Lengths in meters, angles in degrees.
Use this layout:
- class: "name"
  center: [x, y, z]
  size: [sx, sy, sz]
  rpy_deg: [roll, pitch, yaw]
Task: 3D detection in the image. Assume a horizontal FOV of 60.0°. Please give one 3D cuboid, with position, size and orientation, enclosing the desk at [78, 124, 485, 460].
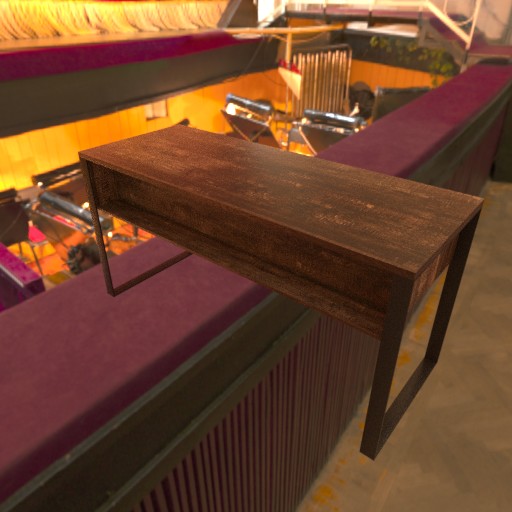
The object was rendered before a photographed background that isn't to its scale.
- class: "desk"
  center: [0.000, 0.000, 1.919]
  size: [1.524, 0.762, 0.599]
  rpy_deg: [23, 38, 33]
